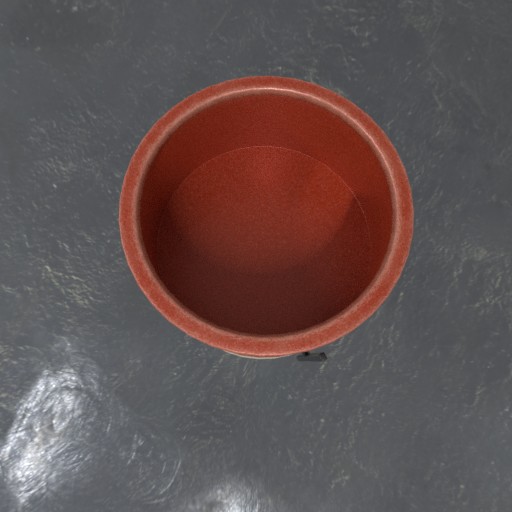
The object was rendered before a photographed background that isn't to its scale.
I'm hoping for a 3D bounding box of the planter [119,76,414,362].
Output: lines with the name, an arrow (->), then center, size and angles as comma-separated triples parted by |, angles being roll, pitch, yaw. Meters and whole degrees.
planter -> 0.000, 0.000, 0.519 | 0.251, 0.354, 0.235 | 2, 77, 1
